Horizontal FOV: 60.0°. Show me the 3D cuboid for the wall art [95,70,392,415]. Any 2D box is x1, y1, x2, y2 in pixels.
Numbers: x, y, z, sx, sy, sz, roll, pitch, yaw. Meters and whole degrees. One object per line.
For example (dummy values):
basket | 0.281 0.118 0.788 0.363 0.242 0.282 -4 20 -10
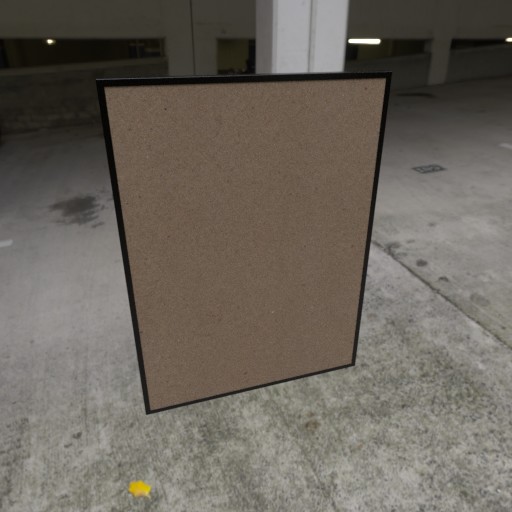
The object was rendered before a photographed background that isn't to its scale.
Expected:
wall art | 0.000 0.000 1.376 0.788 1.046 0.043 -8 28 -16
